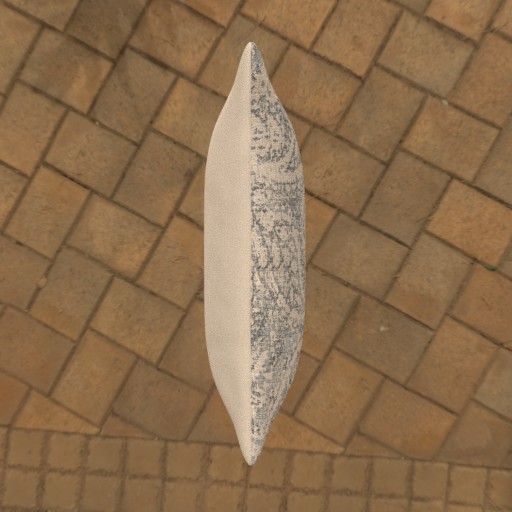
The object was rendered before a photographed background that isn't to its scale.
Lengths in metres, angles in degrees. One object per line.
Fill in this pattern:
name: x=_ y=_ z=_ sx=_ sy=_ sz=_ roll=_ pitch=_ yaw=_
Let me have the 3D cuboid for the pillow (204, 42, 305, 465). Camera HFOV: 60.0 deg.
pillow: x=0.000 y=0.000 z=0.789 sx=0.166 sy=0.510 sz=0.523 roll=0 pitch=91 yaw=0
